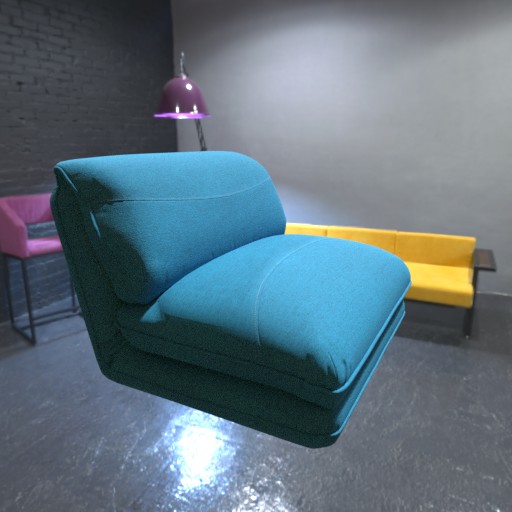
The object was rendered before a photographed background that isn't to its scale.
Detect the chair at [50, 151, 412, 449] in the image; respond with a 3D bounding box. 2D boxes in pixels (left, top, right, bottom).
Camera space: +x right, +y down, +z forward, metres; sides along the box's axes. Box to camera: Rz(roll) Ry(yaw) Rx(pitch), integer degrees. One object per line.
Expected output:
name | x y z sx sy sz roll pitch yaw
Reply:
chair | 0.000 0.000 1.289 0.780 0.580 0.820 8 17 27
